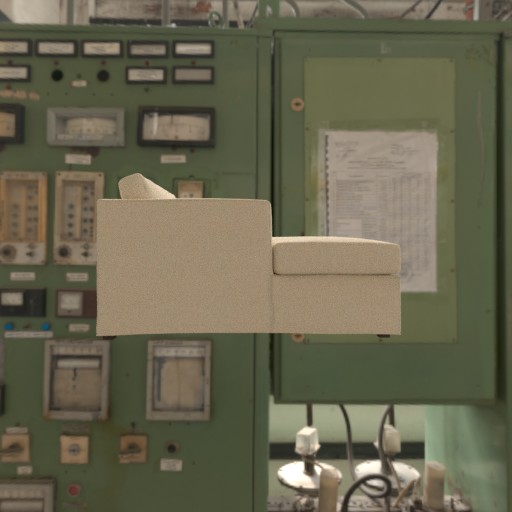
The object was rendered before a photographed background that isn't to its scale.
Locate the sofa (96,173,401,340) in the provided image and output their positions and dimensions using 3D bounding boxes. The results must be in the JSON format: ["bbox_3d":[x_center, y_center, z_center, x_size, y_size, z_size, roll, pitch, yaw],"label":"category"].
[{"bbox_3d":[0.000,0.000,3.882,1.650,0.922,3.205,0,-1,1],"label":"sofa"}]
